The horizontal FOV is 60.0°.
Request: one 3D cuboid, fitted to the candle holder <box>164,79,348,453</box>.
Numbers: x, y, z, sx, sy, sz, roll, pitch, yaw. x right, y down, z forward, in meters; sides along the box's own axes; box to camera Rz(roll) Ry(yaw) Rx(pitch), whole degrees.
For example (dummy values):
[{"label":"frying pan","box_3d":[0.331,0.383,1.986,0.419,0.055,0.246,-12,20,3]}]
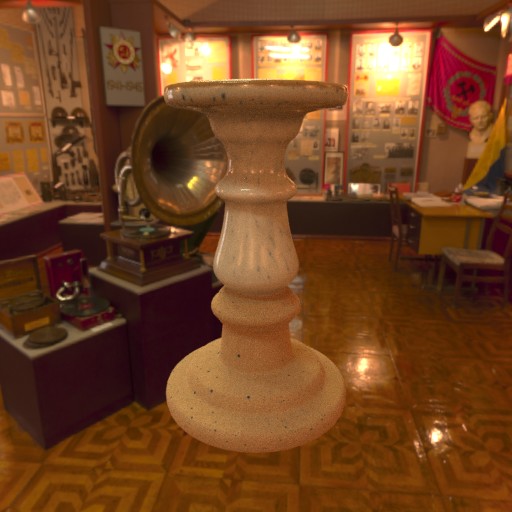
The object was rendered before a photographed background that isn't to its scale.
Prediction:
[{"label":"candle holder","box_3d":[0.000,0.000,0.282,0.123,0.202,0.123,0,17,0]}]
